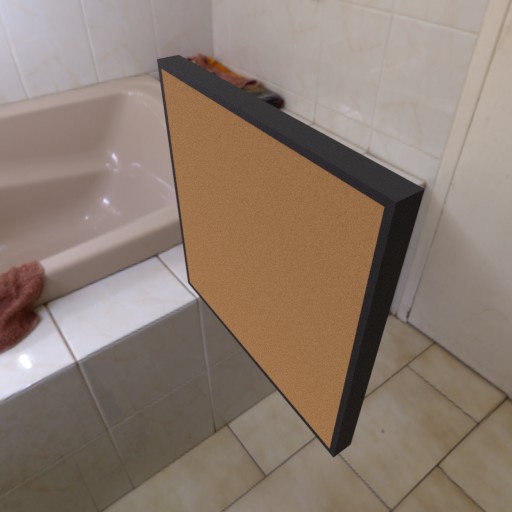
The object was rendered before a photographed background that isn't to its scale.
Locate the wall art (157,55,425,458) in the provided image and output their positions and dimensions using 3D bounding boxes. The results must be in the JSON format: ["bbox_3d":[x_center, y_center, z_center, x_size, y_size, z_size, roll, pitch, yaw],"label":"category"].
[{"bbox_3d":[0.000,0.000,0.740,0.040,0.509,0.509,-24,46,-26],"label":"wall art"}]
